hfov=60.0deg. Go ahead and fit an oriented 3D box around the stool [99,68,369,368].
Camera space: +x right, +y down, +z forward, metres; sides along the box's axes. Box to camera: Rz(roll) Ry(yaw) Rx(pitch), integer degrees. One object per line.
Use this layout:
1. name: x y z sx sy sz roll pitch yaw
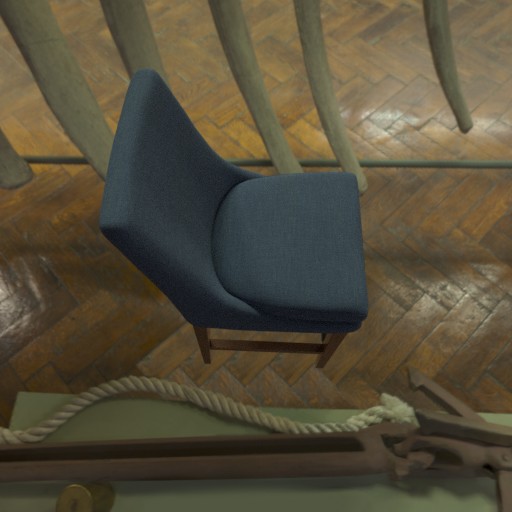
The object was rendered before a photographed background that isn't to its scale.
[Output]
1. stool: 0.000 0.000 1.295 0.577 0.981 0.470 2 63 1
